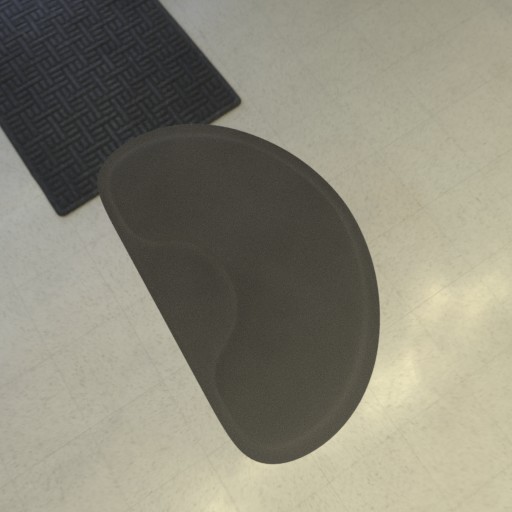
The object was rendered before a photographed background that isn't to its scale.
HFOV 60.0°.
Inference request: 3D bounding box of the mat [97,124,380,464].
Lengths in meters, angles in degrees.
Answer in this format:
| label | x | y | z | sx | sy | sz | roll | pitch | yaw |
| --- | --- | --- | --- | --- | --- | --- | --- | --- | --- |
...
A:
| label | x | y | z | sx | sy | sz | roll | pitch | yaw |
| --- | --- | --- | --- | --- | --- | --- | --- | --- | --- |
| mat | 0.000 | 0.000 | 1.865 | 0.913 | 0.013 | 1.524 | -30 | 76 | -8 |
